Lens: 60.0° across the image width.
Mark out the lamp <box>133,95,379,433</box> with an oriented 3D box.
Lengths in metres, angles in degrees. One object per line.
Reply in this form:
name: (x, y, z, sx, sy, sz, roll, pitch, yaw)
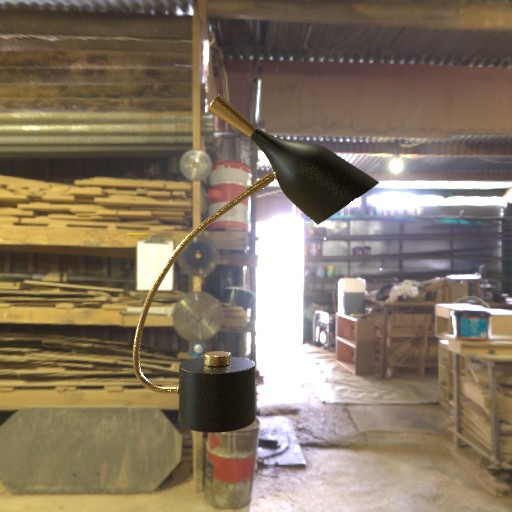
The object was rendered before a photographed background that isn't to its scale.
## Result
lamp: (0.000, 0.000, 0.638, 0.352, 0.464, 0.110, 0, -1, 0)
